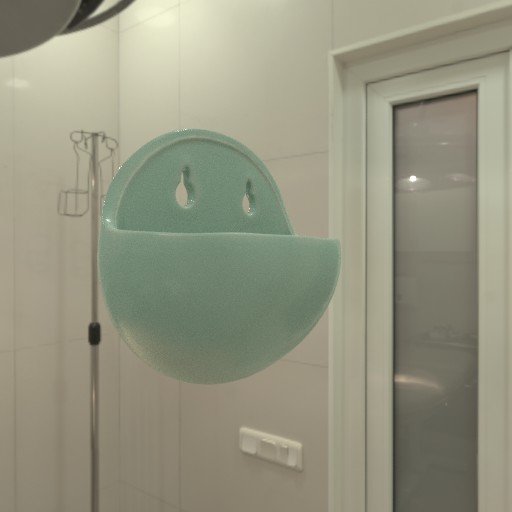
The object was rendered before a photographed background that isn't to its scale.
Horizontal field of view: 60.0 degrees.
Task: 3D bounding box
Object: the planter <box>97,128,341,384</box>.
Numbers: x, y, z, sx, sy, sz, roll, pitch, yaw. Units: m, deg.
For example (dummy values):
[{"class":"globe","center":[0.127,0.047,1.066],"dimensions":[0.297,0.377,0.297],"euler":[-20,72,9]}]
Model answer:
[{"class":"planter","center":[0.000,0.000,0.277],"dimensions":[0.073,0.164,0.189],"euler":[0,1,36]}]
